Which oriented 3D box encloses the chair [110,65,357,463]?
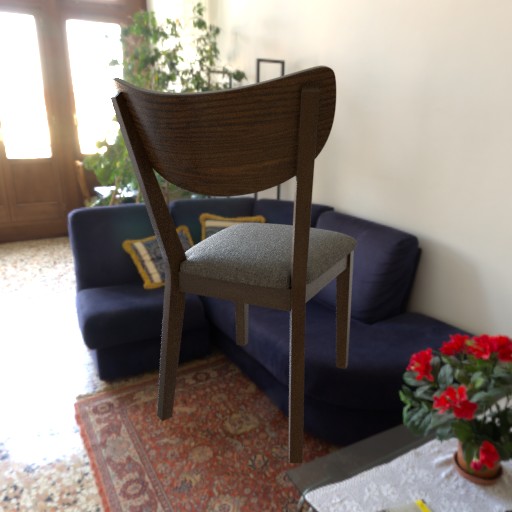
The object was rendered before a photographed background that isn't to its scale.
[{"bbox_3d":[0.000,0.000,1.152,0.491,0.849,0.583,8,18,24],"label":"chair"}]
